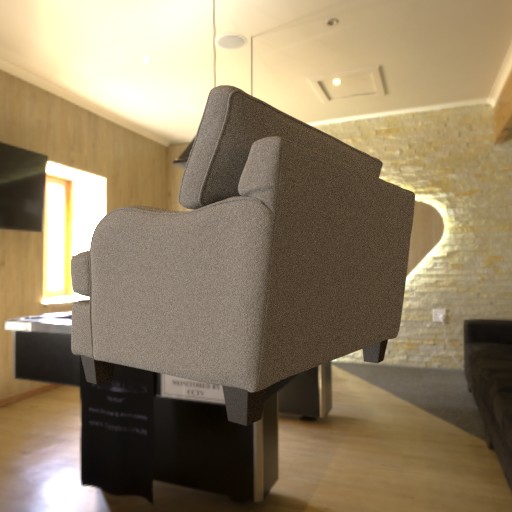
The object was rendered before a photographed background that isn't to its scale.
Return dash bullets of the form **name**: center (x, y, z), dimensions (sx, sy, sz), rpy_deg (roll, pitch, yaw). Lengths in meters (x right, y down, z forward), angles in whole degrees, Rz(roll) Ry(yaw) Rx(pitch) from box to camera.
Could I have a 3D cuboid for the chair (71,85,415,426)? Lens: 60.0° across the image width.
- **chair**: center (0.000, 0.000, 1.957), dimensions (1.040, 1.016, 1.220), rpy_deg (-1, -1, 37)
